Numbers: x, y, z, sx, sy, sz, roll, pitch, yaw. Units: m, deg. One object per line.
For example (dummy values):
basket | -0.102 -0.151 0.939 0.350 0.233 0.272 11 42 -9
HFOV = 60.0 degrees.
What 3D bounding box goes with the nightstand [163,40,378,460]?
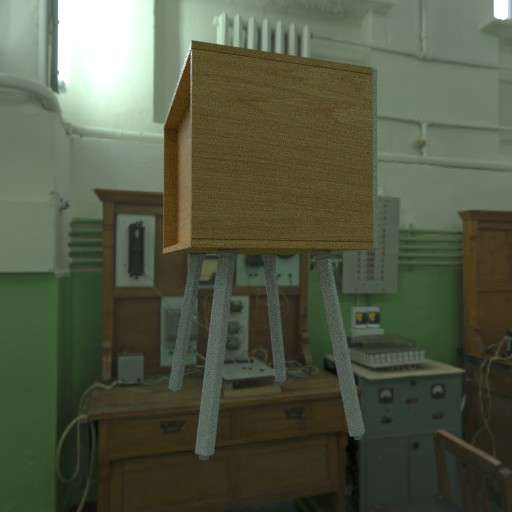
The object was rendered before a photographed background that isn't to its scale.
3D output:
nightstand | 0.000 0.000 0.858 0.316 0.601 0.400 0 -1 -17
